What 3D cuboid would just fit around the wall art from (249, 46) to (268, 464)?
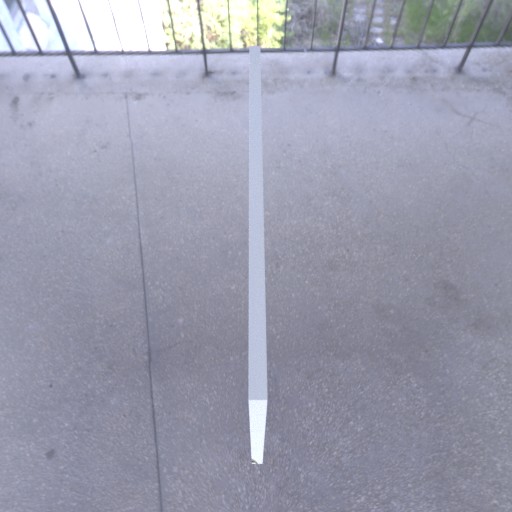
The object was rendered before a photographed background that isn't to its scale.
[{"bbox_3d":[0.000,0.000,1.460,0.038,0.767,1.144,0,57,0],"label":"wall art"}]
